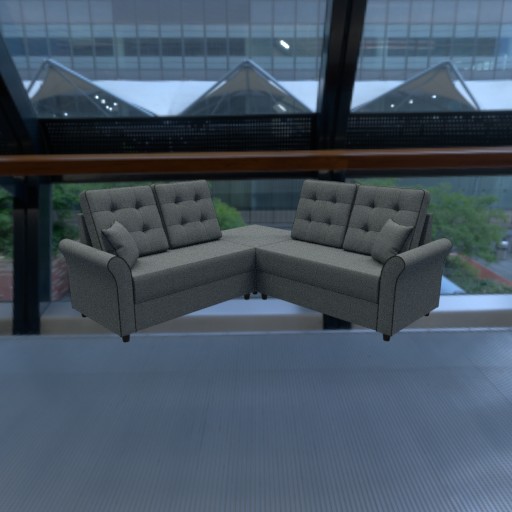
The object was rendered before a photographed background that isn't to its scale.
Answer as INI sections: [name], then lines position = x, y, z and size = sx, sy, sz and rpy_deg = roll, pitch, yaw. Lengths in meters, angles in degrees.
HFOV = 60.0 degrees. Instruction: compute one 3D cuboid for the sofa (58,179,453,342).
[sofa]
position = 0.000, 0.000, 3.305
size = 2.070, 0.988, 2.068
rpy_deg = 14, 20, 43
